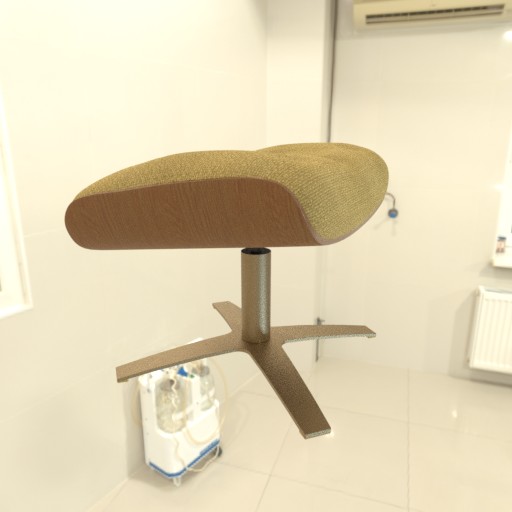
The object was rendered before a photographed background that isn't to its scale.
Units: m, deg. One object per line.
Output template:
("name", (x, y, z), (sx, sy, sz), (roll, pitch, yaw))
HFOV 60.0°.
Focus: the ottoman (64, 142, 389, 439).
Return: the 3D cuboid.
("ottoman", (0.000, 0.000, 0.804), (0.394, 0.391, 0.520), (7, 18, 24))
